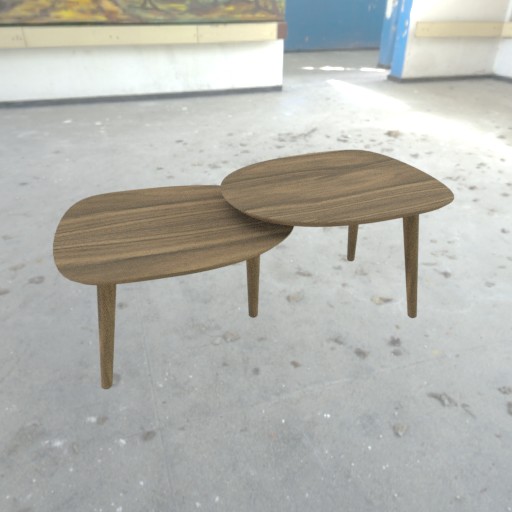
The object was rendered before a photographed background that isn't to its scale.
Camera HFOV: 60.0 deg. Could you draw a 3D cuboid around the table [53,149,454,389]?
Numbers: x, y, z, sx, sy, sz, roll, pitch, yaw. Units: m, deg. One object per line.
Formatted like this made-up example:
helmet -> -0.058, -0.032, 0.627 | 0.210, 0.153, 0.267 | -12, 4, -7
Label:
table -> 0.000, 0.000, 1.355 | 1.084, 0.429, 0.527 | -9, 32, -15
